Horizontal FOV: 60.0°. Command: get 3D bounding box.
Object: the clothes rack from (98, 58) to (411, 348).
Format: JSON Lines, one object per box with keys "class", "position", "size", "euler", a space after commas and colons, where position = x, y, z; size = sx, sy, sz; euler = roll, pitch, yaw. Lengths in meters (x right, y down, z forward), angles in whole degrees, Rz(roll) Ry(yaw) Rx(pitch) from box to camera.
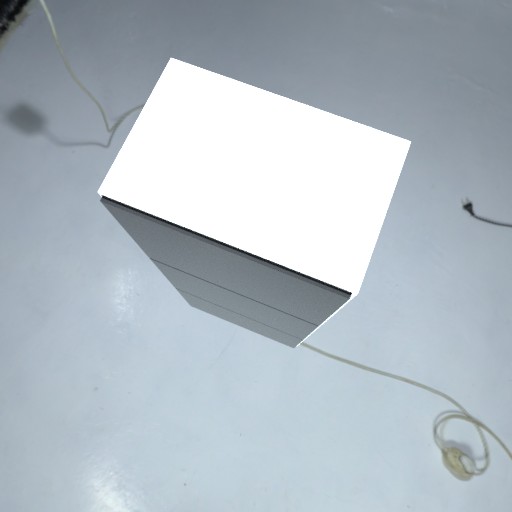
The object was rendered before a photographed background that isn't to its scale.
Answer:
{"class": "clothes rack", "position": [0.000, 0.000, 1.394], "size": [0.500, 1.187, 0.330], "euler": [21, 75, 6]}
